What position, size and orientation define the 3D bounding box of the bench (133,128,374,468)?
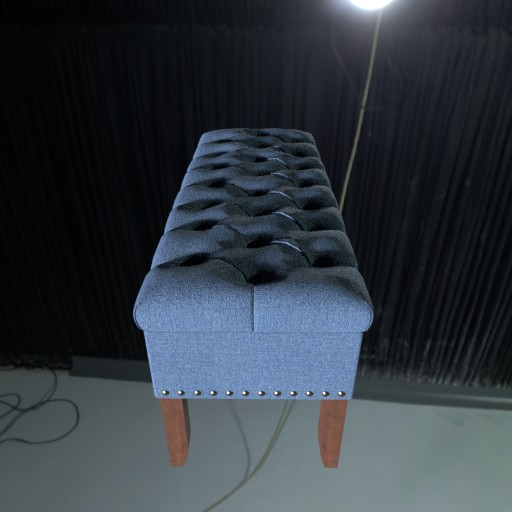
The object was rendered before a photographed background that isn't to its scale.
[{"bbox_3d":[0.000,0.000,1.298,0.417,0.492,1.052,0,31,0],"label":"bench"}]
